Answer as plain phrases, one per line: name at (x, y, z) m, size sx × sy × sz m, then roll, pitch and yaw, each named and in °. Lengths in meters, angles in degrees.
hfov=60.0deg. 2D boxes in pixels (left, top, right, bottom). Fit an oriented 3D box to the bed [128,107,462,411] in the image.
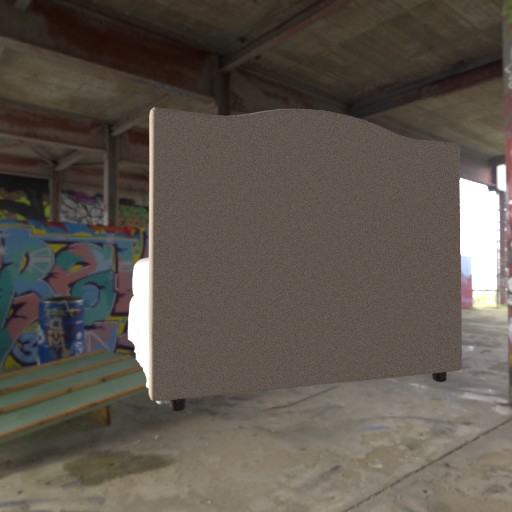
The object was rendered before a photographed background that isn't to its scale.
bed at (0.000, 0.000, 3.237) m, size 1.753 × 1.460 × 2.143 m, roll 0°, pitch -1°, yaw -20°
